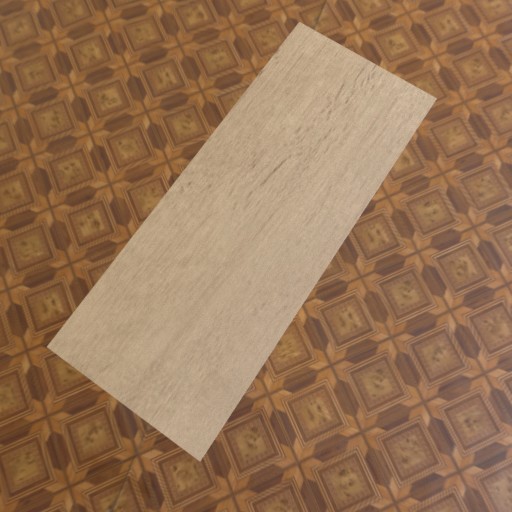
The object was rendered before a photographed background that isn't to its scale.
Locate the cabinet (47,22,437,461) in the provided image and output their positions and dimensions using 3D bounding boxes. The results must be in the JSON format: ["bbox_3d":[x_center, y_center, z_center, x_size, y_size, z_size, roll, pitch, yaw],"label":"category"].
[{"bbox_3d":[0.000,0.000,1.459,0.420,0.820,1.040,33,78,8],"label":"cabinet"}]
